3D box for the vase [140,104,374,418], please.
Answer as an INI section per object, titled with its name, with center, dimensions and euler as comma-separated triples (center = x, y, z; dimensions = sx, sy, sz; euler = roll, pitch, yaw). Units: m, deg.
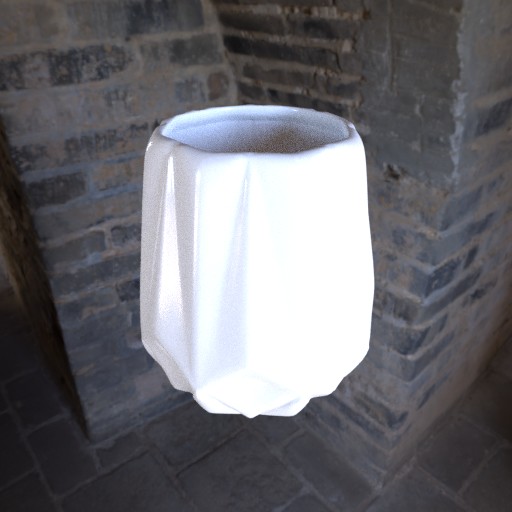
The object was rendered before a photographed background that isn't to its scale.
[vase]
center = 0.000, 0.000, 0.258
dimensions = 0.141, 0.152, 0.141
euler = 0, 30, 0
